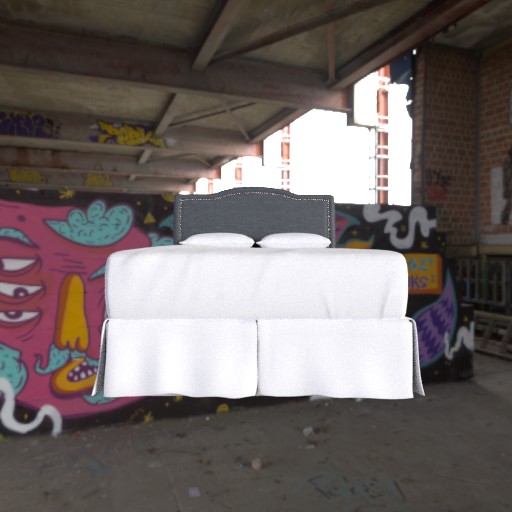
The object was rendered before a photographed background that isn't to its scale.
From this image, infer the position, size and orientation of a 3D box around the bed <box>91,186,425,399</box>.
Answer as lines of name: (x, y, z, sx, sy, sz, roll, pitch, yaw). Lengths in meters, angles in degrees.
bed: (0.000, 0.000, 3.482, 1.747, 1.441, 2.507, 0, 1, 0)
